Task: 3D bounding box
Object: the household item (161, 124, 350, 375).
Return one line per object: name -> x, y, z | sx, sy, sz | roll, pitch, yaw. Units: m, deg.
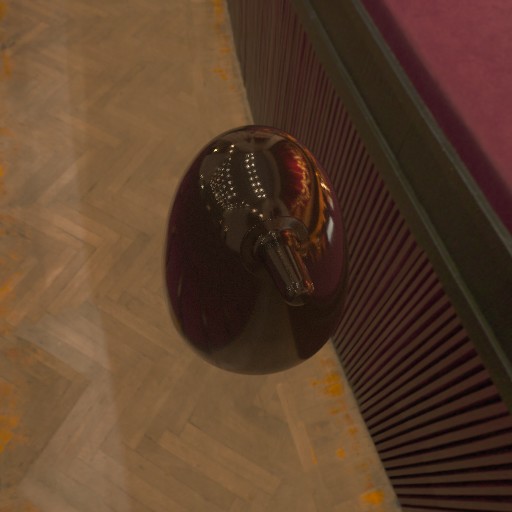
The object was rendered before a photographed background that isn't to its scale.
household item -> 0.000, 0.000, 0.220 | 0.102, 0.152, 0.104 | -14, 63, -8
